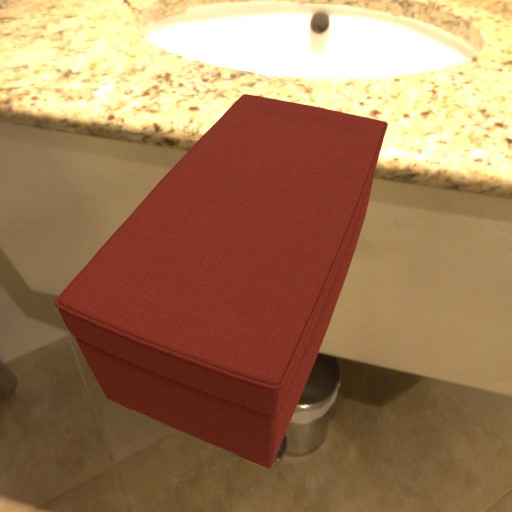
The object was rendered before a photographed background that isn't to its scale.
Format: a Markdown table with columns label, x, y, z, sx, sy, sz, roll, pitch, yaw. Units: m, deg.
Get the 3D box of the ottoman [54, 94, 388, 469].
| label | x | y | z | sx | sy | sz | roll | pitch | yaw |
| --- | --- | --- | --- | --- | --- | --- | --- | --- | --- |
| ottoman | 0.000 | 0.000 | 1.243 | 0.497 | 0.454 | 0.948 | 17 | 49 | 15 |
